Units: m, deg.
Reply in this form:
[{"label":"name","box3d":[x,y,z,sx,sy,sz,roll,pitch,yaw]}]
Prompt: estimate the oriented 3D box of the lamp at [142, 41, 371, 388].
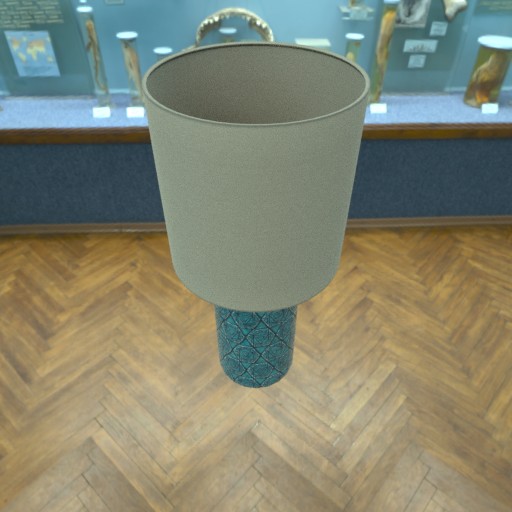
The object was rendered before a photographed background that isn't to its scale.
[{"label":"lamp","box3d":[0.000,0.000,0.746,0.278,0.597,0.278,-1,42,-1]}]
